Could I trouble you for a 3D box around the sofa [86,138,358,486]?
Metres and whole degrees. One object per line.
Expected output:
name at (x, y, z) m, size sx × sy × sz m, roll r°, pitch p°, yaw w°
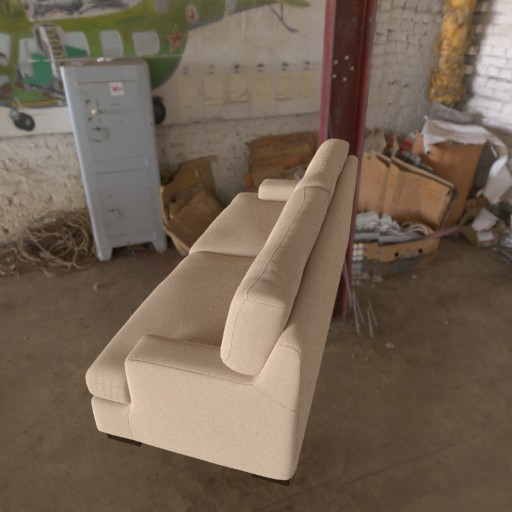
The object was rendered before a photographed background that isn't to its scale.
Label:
sofa at (0.000, 0.000, 2.569) m, size 0.929 × 0.925 × 2.147 m, roll 8°, pitch 31°, yaw 14°
